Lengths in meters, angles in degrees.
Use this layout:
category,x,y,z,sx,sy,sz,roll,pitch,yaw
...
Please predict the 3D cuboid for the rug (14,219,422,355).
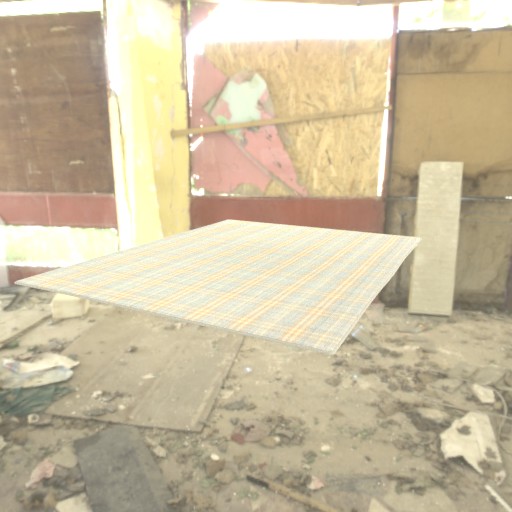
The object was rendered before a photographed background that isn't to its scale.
category,x,y,z,sx,sy,sz,roll,pitch,yaw
rug,0.000,0.000,4.039,2.462,0.030,3.066,7,16,27
